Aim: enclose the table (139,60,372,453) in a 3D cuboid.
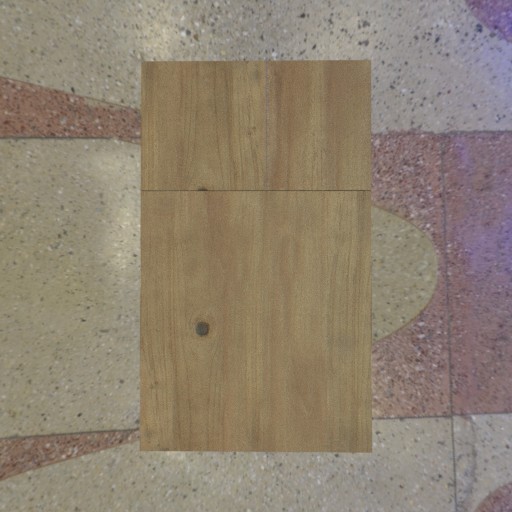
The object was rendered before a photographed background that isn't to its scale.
[{"bbox_3d":[0.000,0.000,1.442,0.655,0.395,1.101,0,89,1],"label":"table"}]
